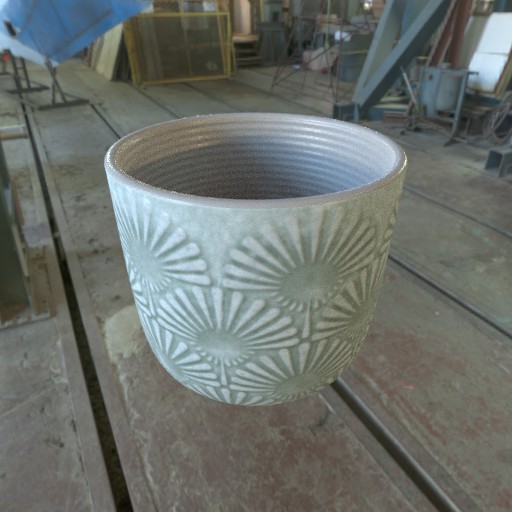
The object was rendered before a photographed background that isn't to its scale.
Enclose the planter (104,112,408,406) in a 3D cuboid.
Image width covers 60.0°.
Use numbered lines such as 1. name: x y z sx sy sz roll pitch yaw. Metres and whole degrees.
1. planter: 0.000 0.000 0.215 0.124 0.109 0.124 0 31 0
